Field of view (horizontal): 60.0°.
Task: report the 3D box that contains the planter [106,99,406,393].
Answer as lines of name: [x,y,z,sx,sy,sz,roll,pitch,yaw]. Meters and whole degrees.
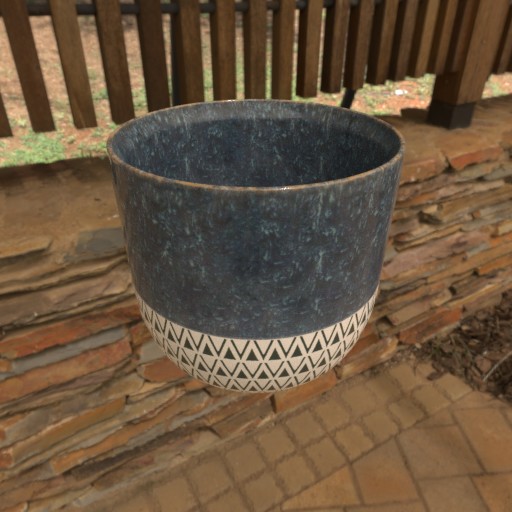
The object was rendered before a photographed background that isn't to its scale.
planter: [0.000,0.000,0.479,0.266,0.270,0.266,0,32,0]
